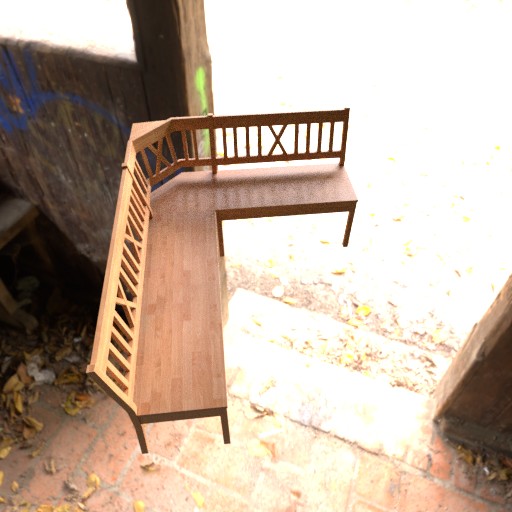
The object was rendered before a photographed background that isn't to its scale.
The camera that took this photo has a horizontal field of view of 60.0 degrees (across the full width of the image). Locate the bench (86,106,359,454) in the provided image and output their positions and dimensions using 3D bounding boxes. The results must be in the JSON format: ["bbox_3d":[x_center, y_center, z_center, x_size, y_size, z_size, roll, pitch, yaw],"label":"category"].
[{"bbox_3d":[0.000,0.000,2.767,1.537,0.902,1.937,-4,47,-4],"label":"bench"}]
